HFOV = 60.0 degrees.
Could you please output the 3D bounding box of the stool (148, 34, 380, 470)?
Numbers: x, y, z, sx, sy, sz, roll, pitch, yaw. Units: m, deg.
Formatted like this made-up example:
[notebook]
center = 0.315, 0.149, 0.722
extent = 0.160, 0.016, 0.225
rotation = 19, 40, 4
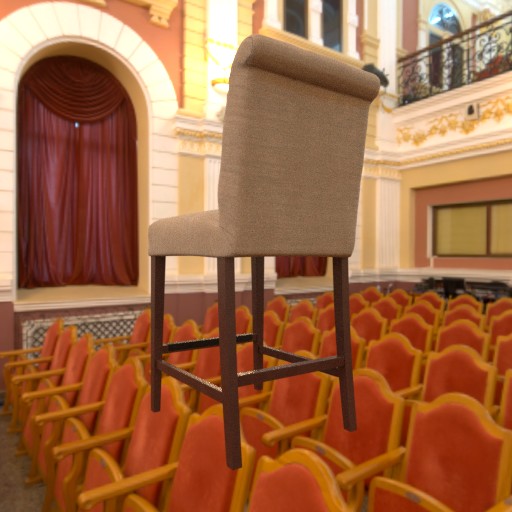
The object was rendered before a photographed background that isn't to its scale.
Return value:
[stool]
center = 0.000, 0.000, 1.432
extent = 0.486, 1.084, 0.660
rotation = 0, 0, -35
